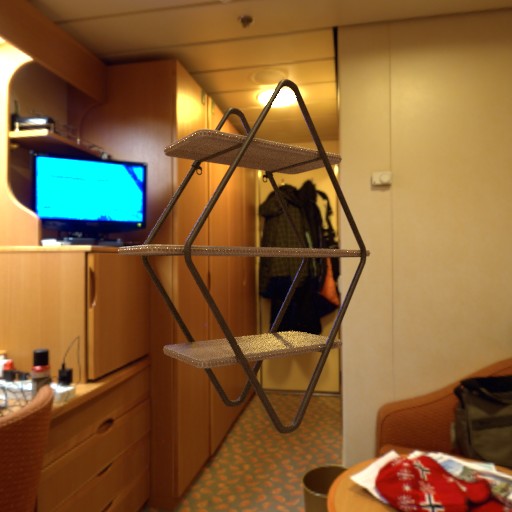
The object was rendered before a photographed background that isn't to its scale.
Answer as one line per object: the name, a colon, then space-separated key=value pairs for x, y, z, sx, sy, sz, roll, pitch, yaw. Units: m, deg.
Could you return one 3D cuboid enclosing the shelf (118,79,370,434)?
shelf: x=0.000 y=0.000 z=1.055 sx=0.609 sy=0.774 sz=0.234 roll=1 pitch=-1 yaw=-35
